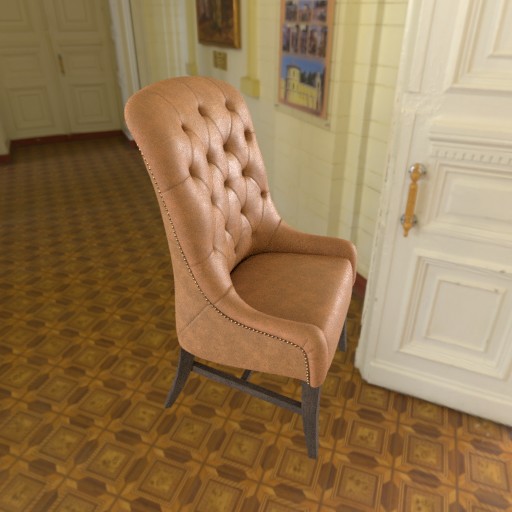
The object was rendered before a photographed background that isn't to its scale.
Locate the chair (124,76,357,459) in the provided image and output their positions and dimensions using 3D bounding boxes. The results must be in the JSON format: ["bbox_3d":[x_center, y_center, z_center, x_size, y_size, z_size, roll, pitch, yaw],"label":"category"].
[{"bbox_3d":[0.000,0.000,1.491,0.629,1.091,0.634,10,31,17],"label":"chair"}]
